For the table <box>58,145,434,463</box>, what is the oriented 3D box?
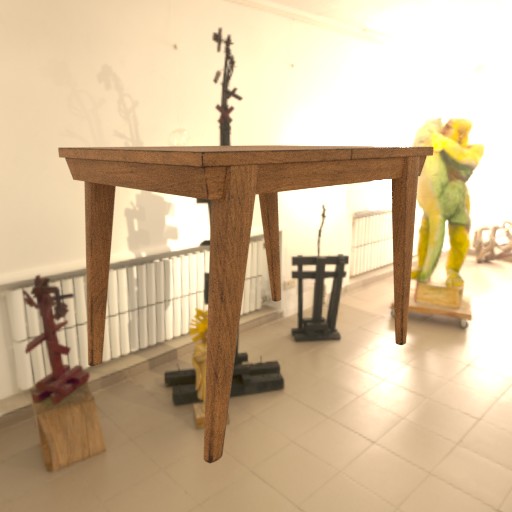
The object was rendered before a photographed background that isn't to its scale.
[{"bbox_3d":[0.000,0.000,1.593,1.027,0.760,0.757,-14,20,-42],"label":"table"}]
